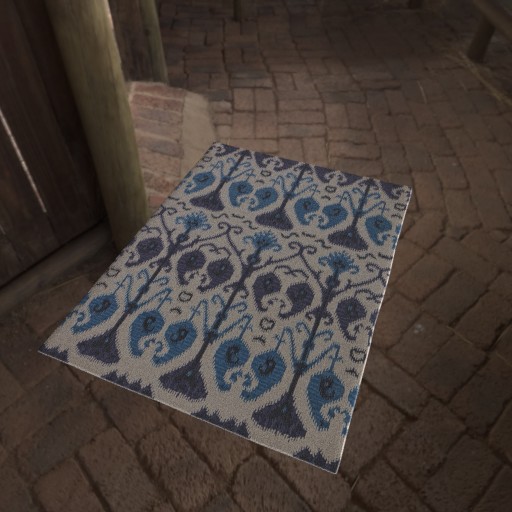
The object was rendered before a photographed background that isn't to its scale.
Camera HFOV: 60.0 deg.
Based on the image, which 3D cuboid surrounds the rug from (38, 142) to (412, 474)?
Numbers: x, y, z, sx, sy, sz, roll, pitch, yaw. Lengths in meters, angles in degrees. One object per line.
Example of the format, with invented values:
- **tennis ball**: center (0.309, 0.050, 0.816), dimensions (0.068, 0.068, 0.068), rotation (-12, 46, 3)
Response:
- **rug**: center (0.000, 0.000, 4.214), dimensions (2.443, 0.024, 3.228), rotation (17, 49, 15)
